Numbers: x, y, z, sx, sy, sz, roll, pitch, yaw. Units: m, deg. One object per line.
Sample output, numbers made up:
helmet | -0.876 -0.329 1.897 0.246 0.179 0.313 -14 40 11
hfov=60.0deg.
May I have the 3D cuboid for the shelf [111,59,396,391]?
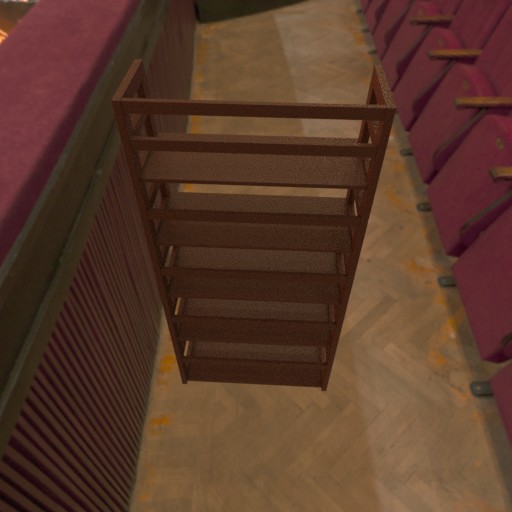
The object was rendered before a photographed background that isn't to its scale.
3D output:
shelf | 0.000 0.000 1.896 0.763 1.600 0.403 2 47 2
